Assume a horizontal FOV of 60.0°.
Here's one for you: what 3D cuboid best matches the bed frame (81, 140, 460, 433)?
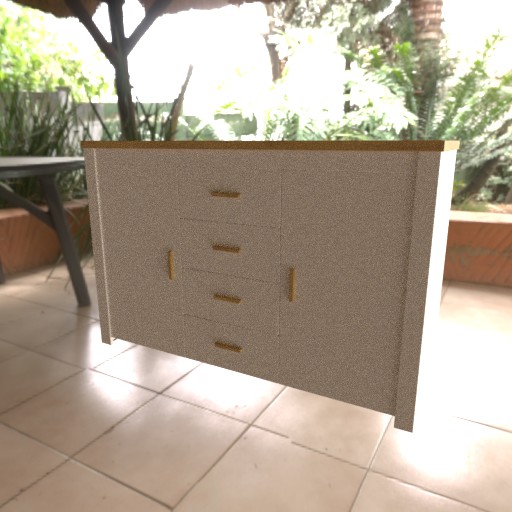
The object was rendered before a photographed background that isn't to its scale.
[{"bbox_3d":[0.000,0.000,1.688,1.300,0.850,0.430,8,16,27],"label":"bed frame"}]
